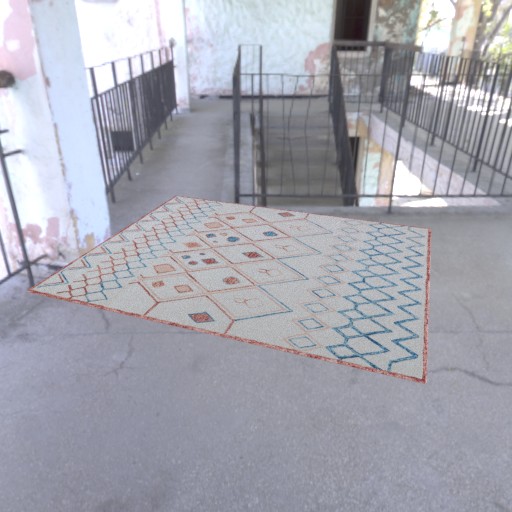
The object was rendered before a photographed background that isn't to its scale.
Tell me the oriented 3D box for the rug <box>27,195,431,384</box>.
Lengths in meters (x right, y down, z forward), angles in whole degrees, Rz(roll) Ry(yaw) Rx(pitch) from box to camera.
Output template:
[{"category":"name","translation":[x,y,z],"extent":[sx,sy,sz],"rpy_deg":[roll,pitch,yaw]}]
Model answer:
[{"category":"rug","translation":[0.000,0.000,4.125],"extent":[3.050,0.016,2.441],"rpy_deg":[9,29,18]}]
